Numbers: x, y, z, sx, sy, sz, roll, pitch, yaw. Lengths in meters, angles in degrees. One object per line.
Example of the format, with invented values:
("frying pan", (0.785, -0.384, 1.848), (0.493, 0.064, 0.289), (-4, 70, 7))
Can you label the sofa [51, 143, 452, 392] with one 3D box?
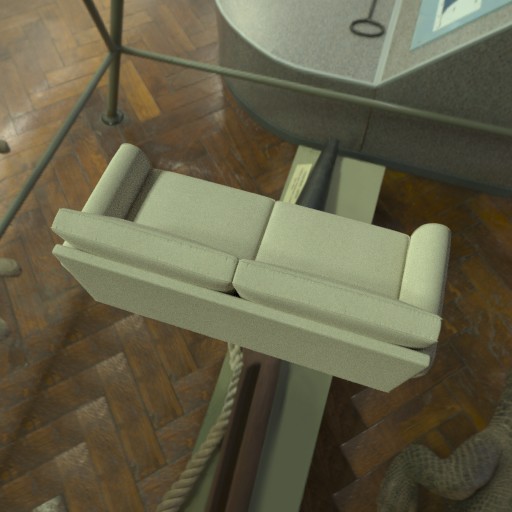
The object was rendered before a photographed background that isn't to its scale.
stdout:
("sofa", (0.000, 0.000, 2.657), (2.146, 0.962, 0.901), (16, 64, 8))
